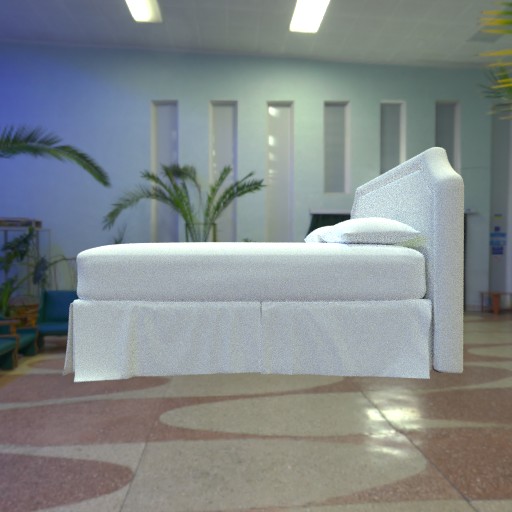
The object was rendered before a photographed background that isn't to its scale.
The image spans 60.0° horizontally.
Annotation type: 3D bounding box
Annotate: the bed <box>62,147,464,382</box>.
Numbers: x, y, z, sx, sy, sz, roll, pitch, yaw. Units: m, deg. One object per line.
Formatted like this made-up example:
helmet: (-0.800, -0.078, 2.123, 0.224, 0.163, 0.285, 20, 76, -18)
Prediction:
bed: (0.000, 0.000, 3.408, 2.204, 1.301, 2.160, 0, 1, -1)
